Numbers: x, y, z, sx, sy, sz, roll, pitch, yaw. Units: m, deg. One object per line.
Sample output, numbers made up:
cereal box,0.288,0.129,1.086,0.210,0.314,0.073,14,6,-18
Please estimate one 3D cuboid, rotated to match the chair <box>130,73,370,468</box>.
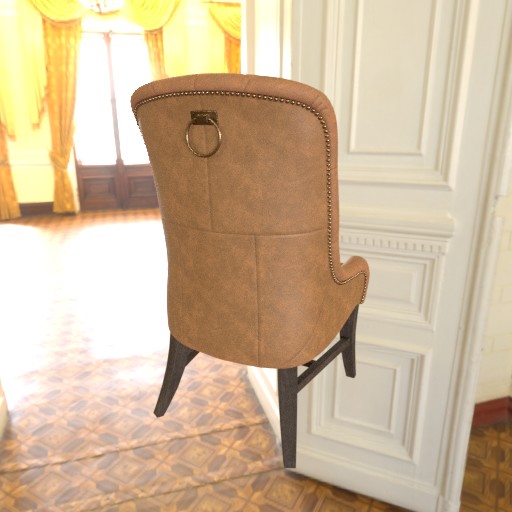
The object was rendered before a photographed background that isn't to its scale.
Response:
chair,0.000,0.000,1.479,0.634,1.091,0.629,9,20,27
